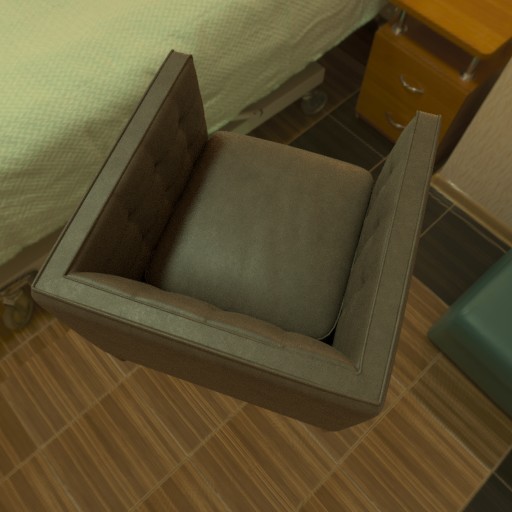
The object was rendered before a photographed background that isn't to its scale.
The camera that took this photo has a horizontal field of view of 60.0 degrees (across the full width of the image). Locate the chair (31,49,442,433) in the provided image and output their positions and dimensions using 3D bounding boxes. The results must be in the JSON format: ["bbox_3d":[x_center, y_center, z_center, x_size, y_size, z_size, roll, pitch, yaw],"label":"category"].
[{"bbox_3d":[0.000,0.000,1.505,0.880,0.790,0.894,17,66,8],"label":"chair"}]
